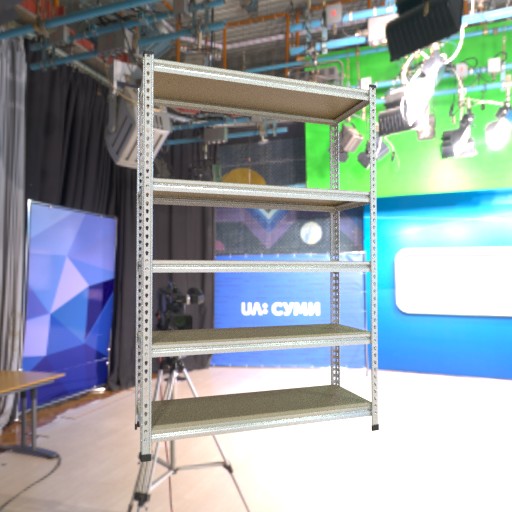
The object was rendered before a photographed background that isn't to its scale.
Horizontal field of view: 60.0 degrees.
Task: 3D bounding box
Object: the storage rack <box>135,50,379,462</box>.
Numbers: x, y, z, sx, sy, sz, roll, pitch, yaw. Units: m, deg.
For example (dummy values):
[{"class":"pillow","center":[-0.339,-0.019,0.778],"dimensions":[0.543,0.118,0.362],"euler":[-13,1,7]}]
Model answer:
[{"class":"storage rack","center":[0.000,0.000,2.373],"dimensions":[1.219,1.829,0.457],"euler":[1,-2,-18]}]
